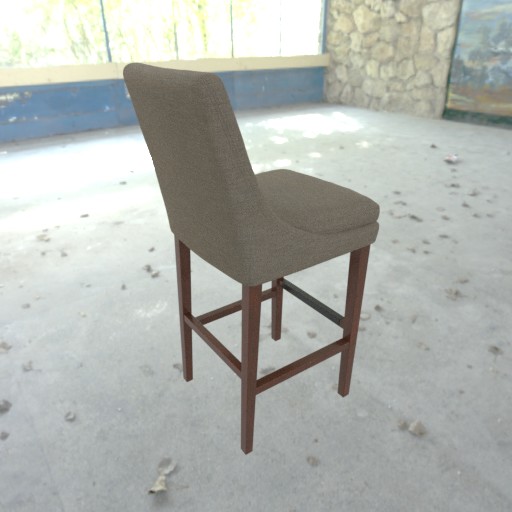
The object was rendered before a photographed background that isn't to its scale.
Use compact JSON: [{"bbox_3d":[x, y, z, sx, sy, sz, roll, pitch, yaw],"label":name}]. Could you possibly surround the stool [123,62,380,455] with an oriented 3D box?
[{"bbox_3d":[0.000,0.000,1.347,0.577,1.078,0.470,-18,32,-31],"label":"stool"}]
